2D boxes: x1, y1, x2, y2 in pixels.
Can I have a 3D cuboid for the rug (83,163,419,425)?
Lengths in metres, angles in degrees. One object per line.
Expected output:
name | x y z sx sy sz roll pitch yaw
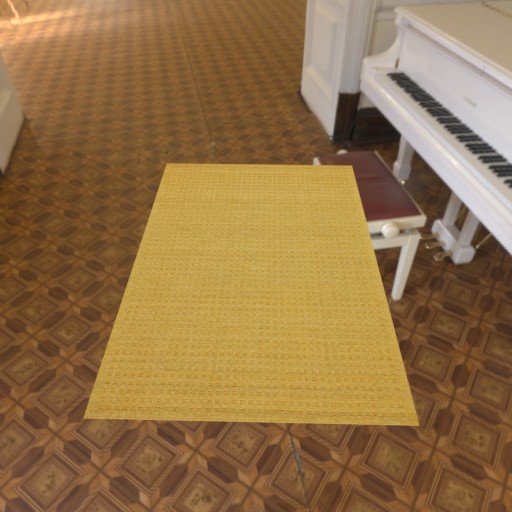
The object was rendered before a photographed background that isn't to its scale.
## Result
rug | 0.000 0.000 3.681 1.981 0.006 2.895 1 42 1
